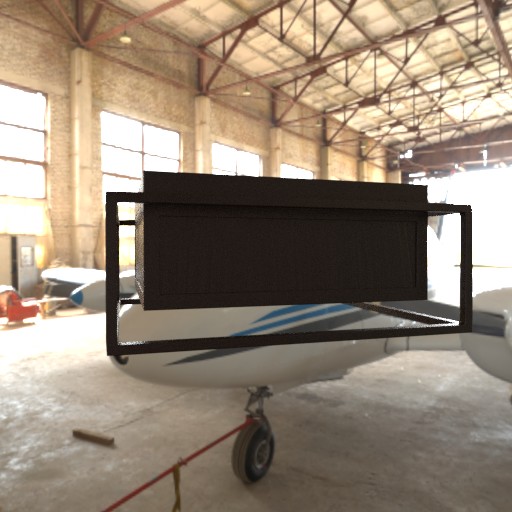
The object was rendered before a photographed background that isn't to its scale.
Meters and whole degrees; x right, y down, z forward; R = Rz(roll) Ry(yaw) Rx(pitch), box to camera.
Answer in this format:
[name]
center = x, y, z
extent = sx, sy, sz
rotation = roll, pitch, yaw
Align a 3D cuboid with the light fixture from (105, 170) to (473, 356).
[light fixture]
center = 0.000, 0.000, 0.709
extent = 0.441, 0.191, 0.441
rotation = 0, 1, -17
